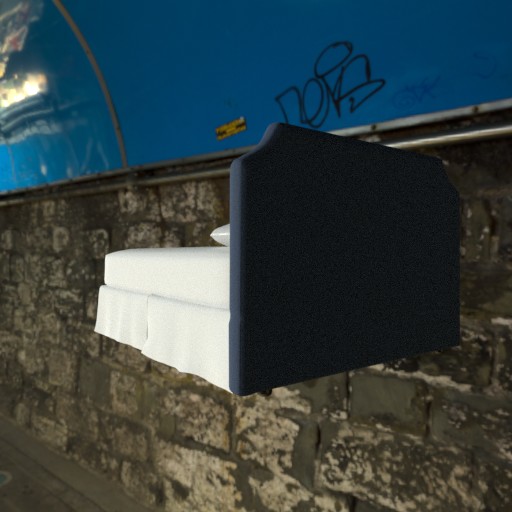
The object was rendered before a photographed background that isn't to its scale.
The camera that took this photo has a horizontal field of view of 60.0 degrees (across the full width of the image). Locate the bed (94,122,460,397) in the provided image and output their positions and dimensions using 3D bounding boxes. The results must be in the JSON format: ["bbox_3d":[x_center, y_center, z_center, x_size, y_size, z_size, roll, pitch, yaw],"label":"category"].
[{"bbox_3d":[0.000,0.000,3.380,1.831,1.297,2.260,0,1,-36],"label":"bed"}]
